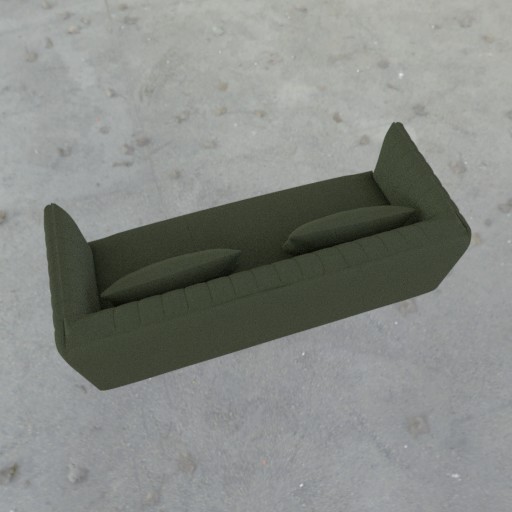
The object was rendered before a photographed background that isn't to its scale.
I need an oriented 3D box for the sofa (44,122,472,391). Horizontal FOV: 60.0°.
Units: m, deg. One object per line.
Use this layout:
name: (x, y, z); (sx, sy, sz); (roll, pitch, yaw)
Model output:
sofa: (0.000, 0.000, 2.581); (2.137, 0.793, 0.896); (-15, 61, -9)
